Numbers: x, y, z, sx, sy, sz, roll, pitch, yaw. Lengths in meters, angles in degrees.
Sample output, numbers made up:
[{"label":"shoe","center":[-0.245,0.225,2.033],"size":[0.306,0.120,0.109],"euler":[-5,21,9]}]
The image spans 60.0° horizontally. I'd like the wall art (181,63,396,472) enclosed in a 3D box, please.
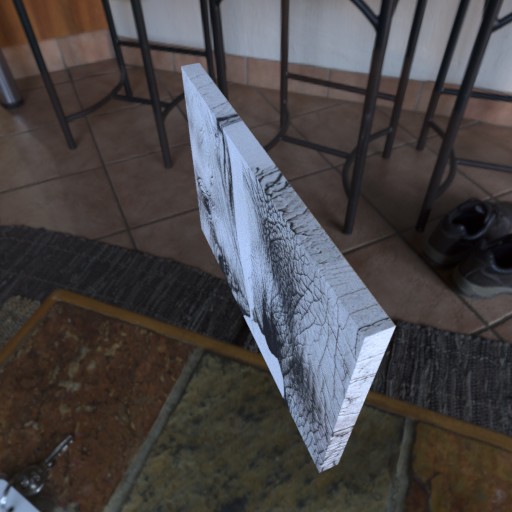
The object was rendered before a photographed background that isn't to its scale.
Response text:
[{"label":"wall art","center":[0.000,0.000,0.761],"size":[0.035,0.407,0.613],"euler":[-17,50,-15]}]
